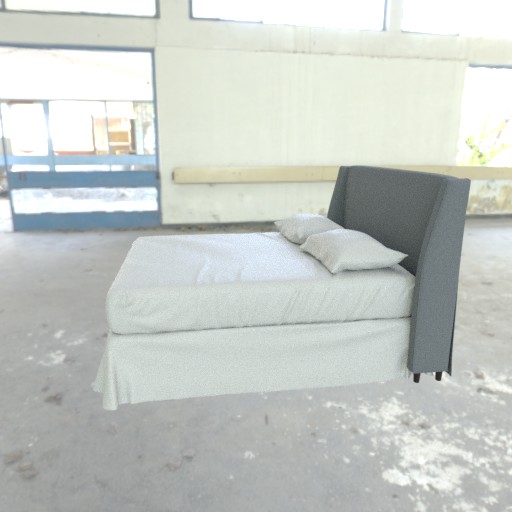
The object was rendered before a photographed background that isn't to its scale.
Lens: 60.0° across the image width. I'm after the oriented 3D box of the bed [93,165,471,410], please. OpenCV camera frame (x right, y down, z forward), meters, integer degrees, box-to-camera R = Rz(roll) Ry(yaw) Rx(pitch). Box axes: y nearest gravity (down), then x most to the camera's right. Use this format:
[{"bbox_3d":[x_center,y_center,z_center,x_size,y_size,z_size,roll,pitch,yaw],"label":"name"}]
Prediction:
[{"bbox_3d":[0.000,0.000,3.469,2.276,1.332,1.925,-2,14,-9],"label":"bed"}]
